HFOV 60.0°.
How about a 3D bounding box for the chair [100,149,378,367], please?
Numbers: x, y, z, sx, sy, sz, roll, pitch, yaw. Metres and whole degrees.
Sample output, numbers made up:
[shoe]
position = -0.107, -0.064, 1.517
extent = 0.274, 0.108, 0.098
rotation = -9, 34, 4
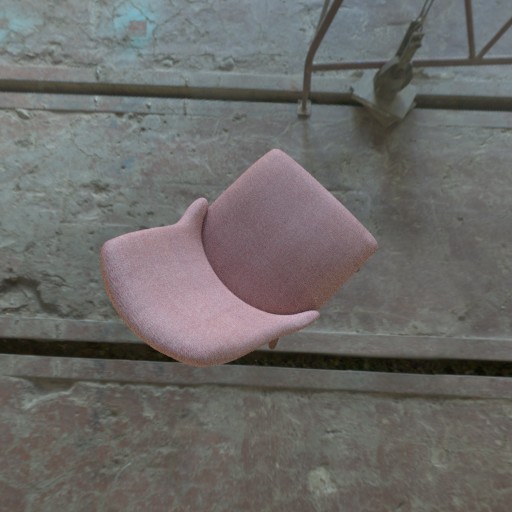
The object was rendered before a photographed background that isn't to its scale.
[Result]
[chair]
position = 0.000, 0.000, 1.367
extent = 0.707, 0.918, 0.535
rotation = -42, 80, -9
